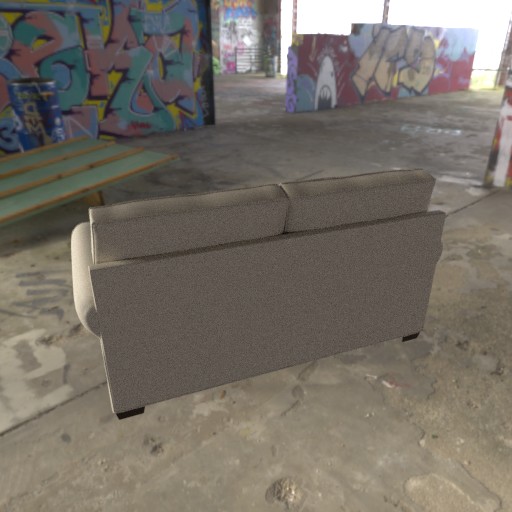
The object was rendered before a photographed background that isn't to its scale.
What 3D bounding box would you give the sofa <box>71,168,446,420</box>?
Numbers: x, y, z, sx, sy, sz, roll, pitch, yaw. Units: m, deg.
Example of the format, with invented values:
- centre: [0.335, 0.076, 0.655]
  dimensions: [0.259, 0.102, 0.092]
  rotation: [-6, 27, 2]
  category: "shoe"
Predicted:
- centre: [0.000, 0.000, 2.318]
  dimensions: [1.774, 0.933, 0.861]
  rotation: [-10, 27, -19]
  category: "sofa"
